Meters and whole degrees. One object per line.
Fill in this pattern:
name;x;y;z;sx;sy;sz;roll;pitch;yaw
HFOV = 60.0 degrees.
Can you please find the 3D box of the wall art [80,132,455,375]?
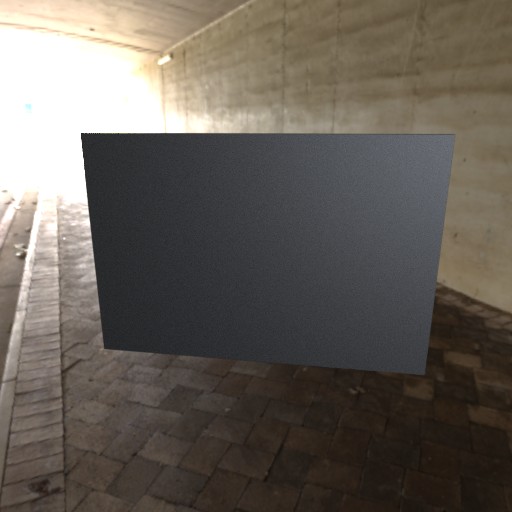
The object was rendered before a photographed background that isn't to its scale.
wall art;0.000;0.000;1.519;1.192;0.811;0.013;3;17;8
